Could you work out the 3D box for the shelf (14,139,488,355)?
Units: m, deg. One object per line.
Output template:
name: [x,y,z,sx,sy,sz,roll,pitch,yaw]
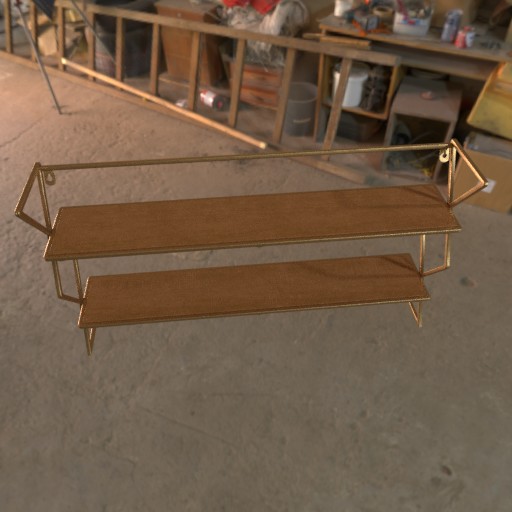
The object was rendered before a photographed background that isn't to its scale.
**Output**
shelf: [0.000,0.000,0.976,0.822,0.450,0.150,-4,47,-4]
